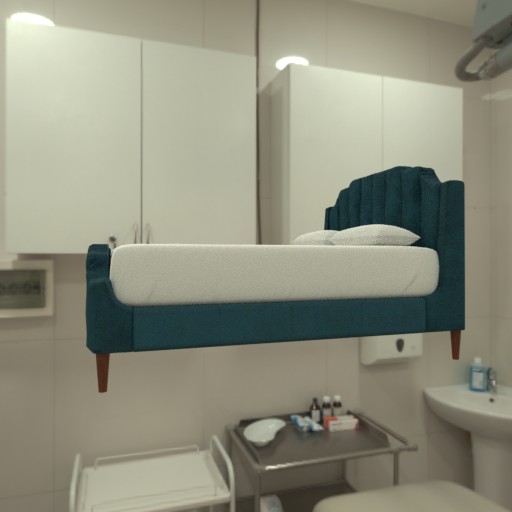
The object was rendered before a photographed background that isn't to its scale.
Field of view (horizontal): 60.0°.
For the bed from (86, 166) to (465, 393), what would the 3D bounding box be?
[{"bbox_3d":[0.000,0.000,3.293,2.322,1.351,1.676,0,0,-19],"label":"bed"}]
